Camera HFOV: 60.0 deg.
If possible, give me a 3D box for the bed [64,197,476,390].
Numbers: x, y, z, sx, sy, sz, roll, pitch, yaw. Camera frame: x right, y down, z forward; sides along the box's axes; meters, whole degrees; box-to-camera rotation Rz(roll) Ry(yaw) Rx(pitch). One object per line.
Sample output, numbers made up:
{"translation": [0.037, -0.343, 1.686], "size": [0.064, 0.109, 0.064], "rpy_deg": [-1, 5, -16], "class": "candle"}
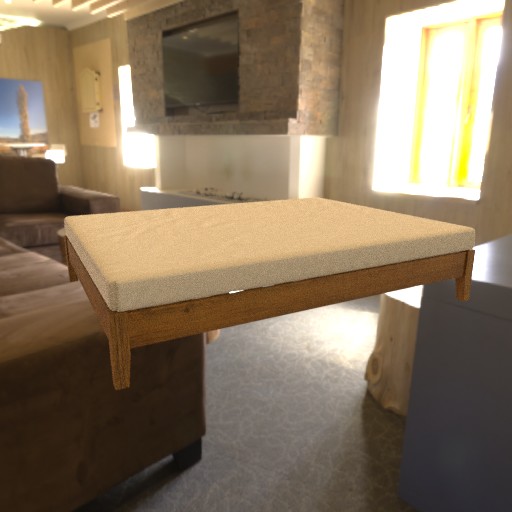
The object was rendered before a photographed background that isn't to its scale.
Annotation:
{"translation": [0.000, 0.000, 2.719], "size": [2.016, 0.431, 1.536], "rpy_deg": [-8, 17, -27], "class": "bed"}
